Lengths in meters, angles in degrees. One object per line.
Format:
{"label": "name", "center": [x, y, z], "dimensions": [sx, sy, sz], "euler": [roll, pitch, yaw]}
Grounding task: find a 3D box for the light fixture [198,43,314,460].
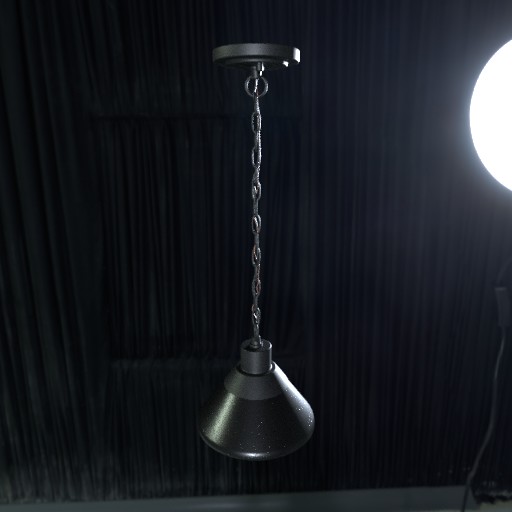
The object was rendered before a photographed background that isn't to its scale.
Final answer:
{"label": "light fixture", "center": [0.000, 0.000, 0.692], "dimensions": [0.201, 0.588, 0.201], "euler": [-2, 15, -7]}
